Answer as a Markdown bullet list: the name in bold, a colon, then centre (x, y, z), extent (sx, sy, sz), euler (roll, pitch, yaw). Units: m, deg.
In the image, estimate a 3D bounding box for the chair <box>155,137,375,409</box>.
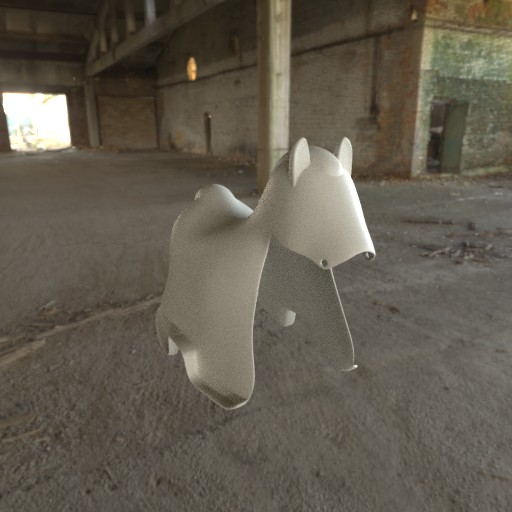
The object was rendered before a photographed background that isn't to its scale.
- **chair**: centre (0.000, 0.000, 1.160), extent (0.429, 0.612, 0.800), euler (-9, 19, -28)
